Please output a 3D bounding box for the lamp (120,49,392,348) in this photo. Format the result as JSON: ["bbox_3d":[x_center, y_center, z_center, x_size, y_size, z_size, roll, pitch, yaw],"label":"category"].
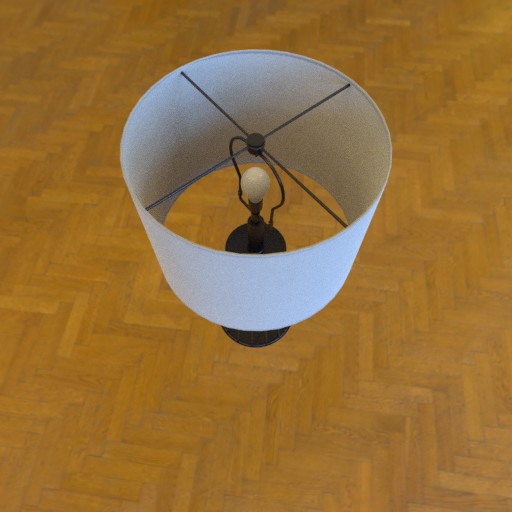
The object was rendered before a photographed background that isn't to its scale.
[{"bbox_3d":[0.000,0.000,0.789,0.322,0.593,0.322,-35,67,-17],"label":"lamp"}]
